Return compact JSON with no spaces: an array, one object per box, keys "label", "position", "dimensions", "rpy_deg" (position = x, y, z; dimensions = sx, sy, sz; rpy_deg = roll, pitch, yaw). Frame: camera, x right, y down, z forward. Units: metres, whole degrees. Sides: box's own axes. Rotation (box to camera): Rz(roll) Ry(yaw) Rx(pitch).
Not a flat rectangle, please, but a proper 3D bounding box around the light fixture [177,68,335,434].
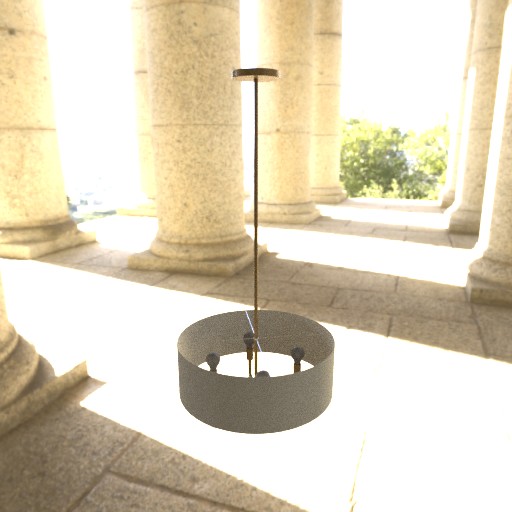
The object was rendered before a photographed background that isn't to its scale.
[{"label":"light fixture","position":[0.000,0.000,1.375],"dimensions":[0.508,1.067,0.508],"rpy_deg":[0,14,0]}]
